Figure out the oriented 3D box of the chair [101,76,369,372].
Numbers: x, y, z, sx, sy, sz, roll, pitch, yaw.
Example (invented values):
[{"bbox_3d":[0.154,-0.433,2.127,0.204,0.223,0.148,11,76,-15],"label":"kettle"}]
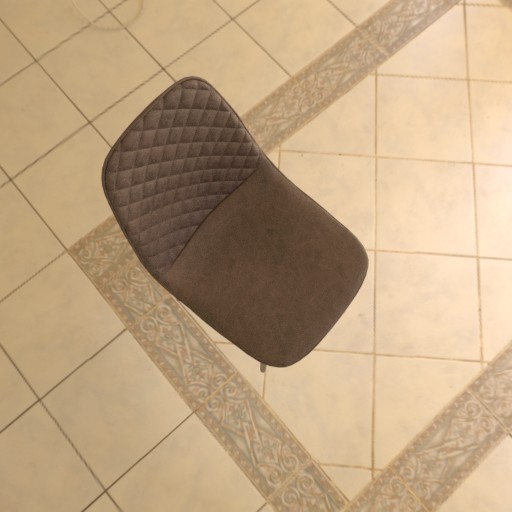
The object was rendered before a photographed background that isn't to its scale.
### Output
[{"bbox_3d":[0.000,0.000,1.222,0.561,0.889,0.472,39,80,8],"label":"chair"}]
